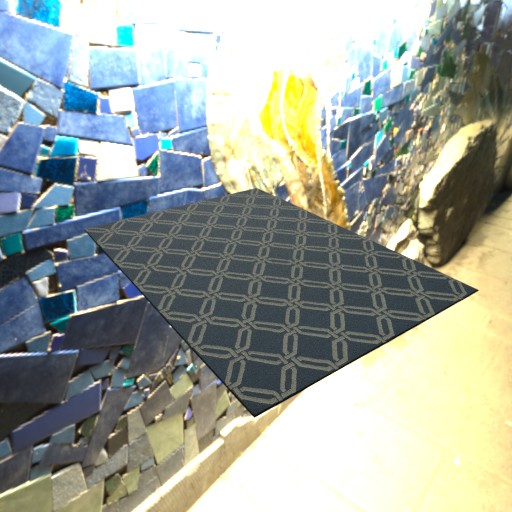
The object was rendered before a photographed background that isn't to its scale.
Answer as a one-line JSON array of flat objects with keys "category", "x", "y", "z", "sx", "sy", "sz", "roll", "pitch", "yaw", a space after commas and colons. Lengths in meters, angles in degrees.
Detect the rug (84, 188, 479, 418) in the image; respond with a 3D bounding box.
[{"category": "rug", "x": 0.000, "y": 0.000, "z": 4.468, "sx": 2.432, "sy": 0.018, "sz": 3.342, "roll": -19, "pitch": 33, "yaw": -31}]
